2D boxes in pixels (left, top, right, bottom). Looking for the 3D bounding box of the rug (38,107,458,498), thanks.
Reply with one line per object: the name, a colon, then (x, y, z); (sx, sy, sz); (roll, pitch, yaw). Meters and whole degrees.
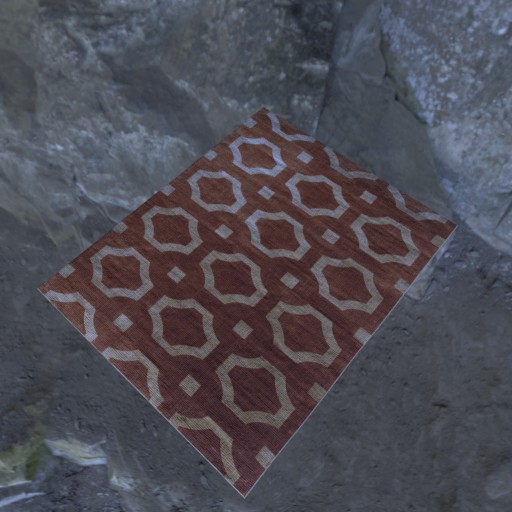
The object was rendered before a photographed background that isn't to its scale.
rug: (0.000, 0.000, 4.075); (2.466, 0.021, 3.049); (37, 67, 19)
